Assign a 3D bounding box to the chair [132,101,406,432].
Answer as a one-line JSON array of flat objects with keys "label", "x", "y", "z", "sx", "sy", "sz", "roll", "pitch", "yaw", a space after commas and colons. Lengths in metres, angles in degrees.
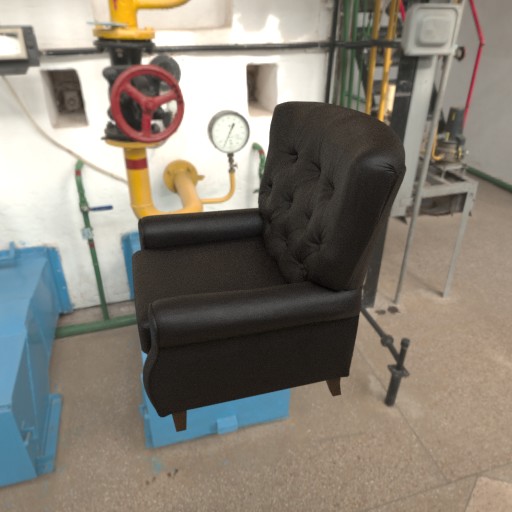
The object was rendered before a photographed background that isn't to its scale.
[{"label": "chair", "x": 0.000, "y": 0.000, "z": 1.909, "sx": 1.058, "sy": 1.158, "sz": 0.948, "roll": -8, "pitch": 31, "yaw": -14}]
